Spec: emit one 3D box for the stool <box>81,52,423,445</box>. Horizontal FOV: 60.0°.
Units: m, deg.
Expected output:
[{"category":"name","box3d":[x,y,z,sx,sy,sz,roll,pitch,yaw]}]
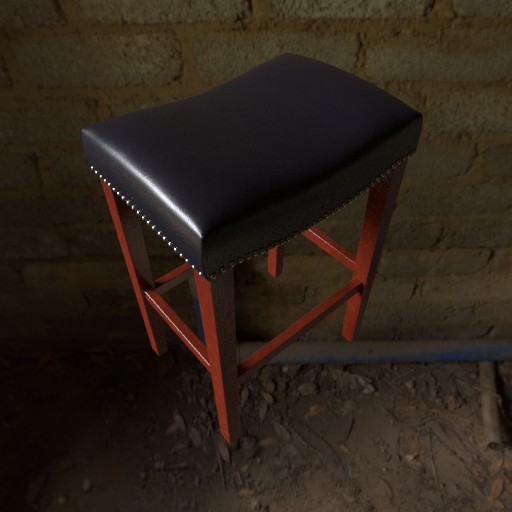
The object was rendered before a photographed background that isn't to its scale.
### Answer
[{"category":"stool","box3d":[0.000,0.000,1.026,0.504,0.742,0.372,-32,54,-27]}]
